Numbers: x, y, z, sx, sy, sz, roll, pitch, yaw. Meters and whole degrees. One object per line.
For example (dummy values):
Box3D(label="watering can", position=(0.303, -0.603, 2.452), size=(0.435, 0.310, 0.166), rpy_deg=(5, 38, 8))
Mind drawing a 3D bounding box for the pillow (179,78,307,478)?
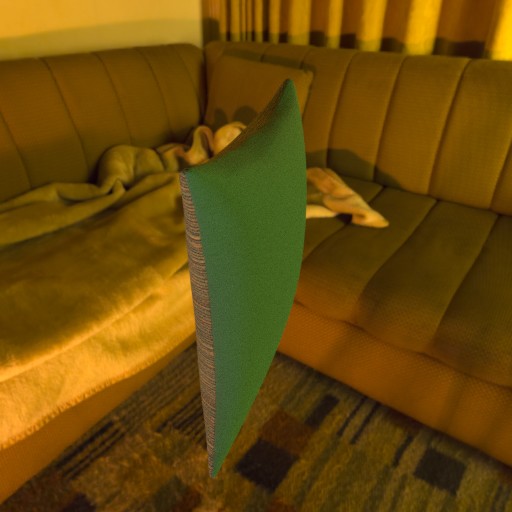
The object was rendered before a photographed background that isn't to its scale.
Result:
Box3D(label="pillow", position=(0.000, 0.000, 0.760), size=(0.150, 0.497, 0.514), rpy_deg=(8, 32, 13))
